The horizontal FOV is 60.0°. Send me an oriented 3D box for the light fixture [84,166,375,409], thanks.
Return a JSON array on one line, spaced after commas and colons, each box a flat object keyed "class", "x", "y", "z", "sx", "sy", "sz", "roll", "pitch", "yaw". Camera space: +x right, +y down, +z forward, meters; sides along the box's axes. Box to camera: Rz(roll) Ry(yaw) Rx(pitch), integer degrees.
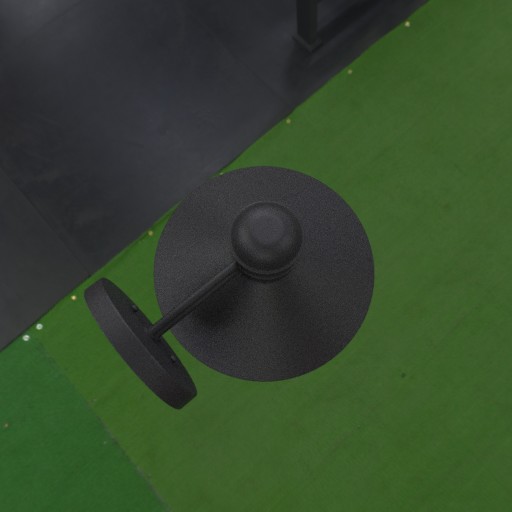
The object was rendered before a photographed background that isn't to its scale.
[{"class": "light fixture", "x": 0.000, "y": 0.000, "z": 0.672, "sx": 0.434, "sy": 0.265, "sz": 0.396, "roll": -39, "pitch": 79, "yaw": -9}]
